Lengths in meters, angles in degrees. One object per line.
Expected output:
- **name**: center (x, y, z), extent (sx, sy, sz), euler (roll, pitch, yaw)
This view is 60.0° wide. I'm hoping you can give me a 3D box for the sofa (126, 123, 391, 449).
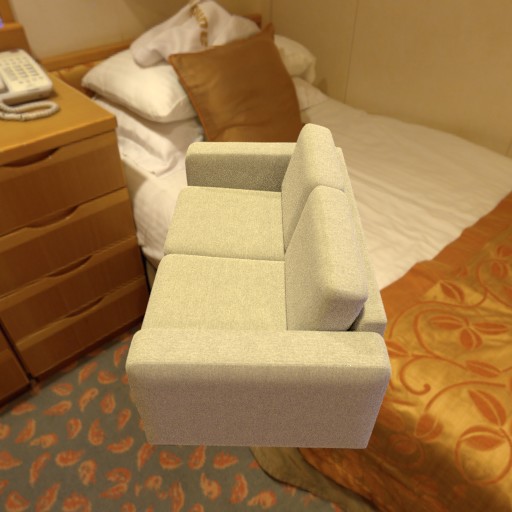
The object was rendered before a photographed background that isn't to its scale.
- **sofa**: center (0.000, 0.000, 2.078), extent (0.900, 0.800, 1.540), euler (1, 41, 1)
